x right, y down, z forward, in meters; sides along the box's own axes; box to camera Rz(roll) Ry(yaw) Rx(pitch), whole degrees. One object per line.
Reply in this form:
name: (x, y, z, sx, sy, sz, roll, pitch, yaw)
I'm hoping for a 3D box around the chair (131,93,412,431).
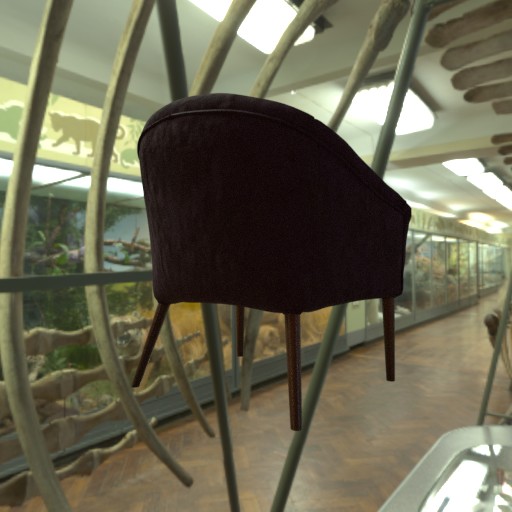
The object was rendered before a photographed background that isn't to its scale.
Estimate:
chair: (0.000, 0.000, 1.521, 0.851, 0.885, 0.776, -1, -1, 37)
